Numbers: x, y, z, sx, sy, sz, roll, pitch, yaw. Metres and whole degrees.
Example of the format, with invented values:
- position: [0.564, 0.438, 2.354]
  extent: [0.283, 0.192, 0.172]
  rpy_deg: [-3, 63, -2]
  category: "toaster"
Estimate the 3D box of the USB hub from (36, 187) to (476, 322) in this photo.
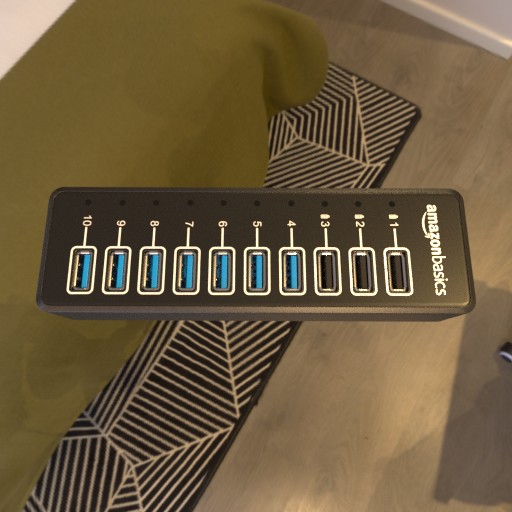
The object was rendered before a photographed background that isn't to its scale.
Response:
- position: [0.000, 0.000, 0.160]
  extent: [0.145, 0.023, 0.044]
  rpy_deg: [0, 75, 0]
  category: "USB hub"
